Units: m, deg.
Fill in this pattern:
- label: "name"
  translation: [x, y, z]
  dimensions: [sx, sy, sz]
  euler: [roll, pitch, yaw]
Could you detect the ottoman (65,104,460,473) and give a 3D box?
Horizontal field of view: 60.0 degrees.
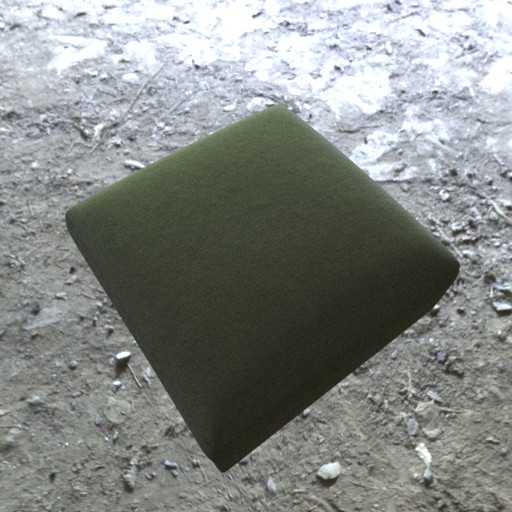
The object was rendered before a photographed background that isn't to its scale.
- label: "ottoman"
  translation: [0.000, 0.000, 1.644]
  dimensions: [1.041, 0.470, 1.041]
  euler: [-32, 63, -18]
